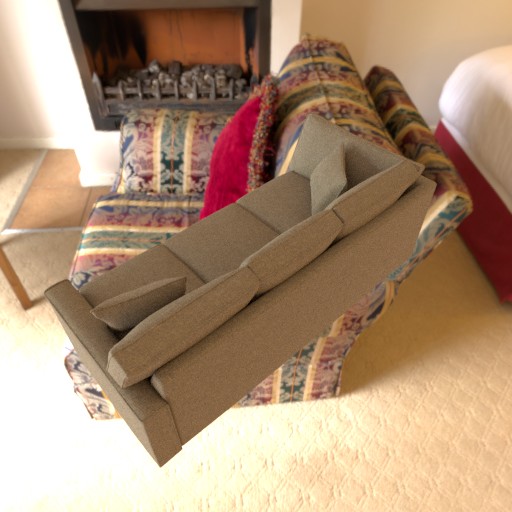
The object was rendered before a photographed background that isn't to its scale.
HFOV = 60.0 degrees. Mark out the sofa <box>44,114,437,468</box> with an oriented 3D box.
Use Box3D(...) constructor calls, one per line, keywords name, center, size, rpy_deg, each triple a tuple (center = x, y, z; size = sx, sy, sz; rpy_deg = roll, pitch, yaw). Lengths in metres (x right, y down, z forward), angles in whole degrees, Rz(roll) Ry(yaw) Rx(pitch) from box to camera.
Box3D(name="sofa", center=(0.000, 0.000, 2.843), size=(2.317, 0.962, 1.061), rpy_deg=(-33, 54, -28))
